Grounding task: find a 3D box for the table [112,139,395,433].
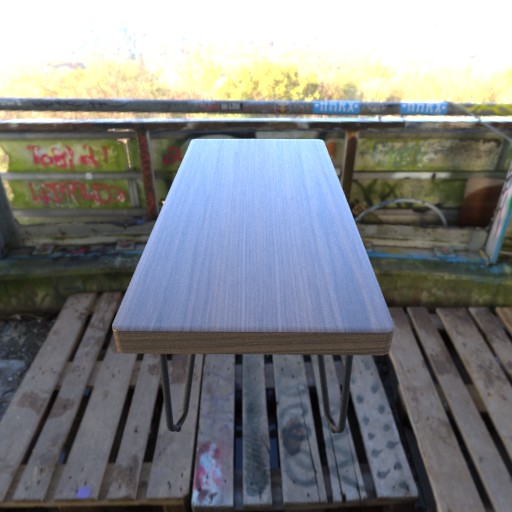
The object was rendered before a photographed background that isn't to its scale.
[{"bbox_3d":[0.000,0.000,1.680,0.637,0.468,1.375,0,32,0],"label":"table"}]
